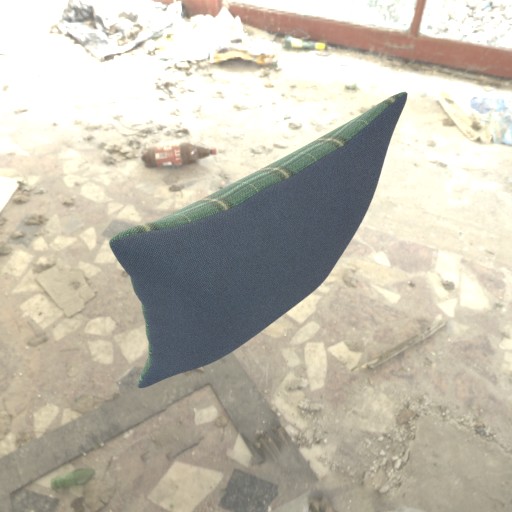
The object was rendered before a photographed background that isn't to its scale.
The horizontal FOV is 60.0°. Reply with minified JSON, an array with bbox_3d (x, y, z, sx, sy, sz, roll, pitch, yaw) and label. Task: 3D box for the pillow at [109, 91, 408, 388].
[{"bbox_3d":[0.000,0.000,0.684,0.453,0.430,0.200,-32,54,-28],"label":"pillow"}]
